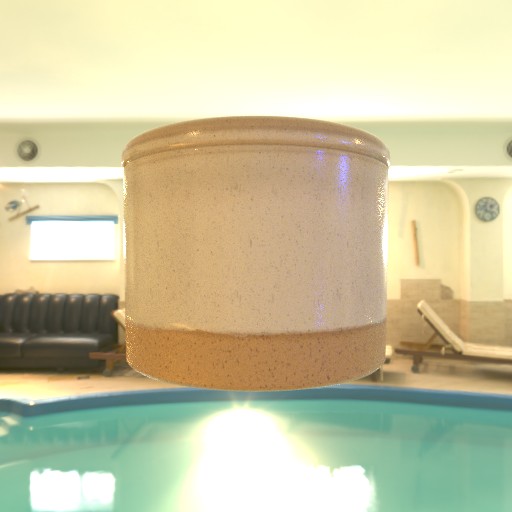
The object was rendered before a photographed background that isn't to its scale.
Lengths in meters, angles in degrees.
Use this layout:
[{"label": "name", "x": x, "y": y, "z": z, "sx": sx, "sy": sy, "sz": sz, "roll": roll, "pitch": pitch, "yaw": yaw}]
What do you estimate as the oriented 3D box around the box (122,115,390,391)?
[{"label": "box", "x": 0.000, "y": 0.000, "z": 0.265, "sx": 0.154, "sy": 0.123, "sz": 0.154, "roll": 0, "pitch": 0, "yaw": 0}]
